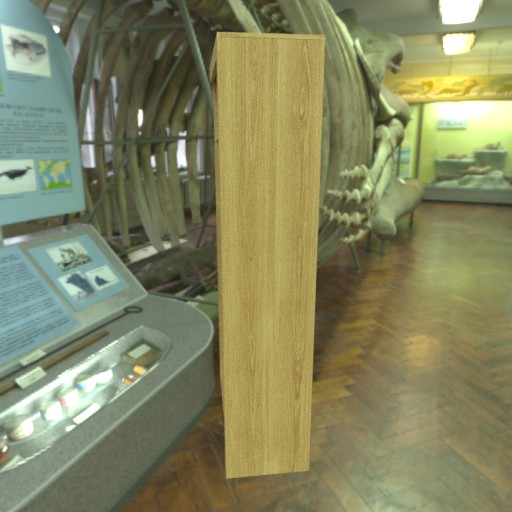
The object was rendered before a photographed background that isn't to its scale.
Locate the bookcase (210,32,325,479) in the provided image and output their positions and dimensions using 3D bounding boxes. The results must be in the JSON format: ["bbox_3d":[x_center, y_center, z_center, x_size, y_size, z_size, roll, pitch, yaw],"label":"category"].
[{"bbox_3d":[0.000,0.000,2.414,0.420,2.020,0.950,-2,15,-7],"label":"bookcase"}]
